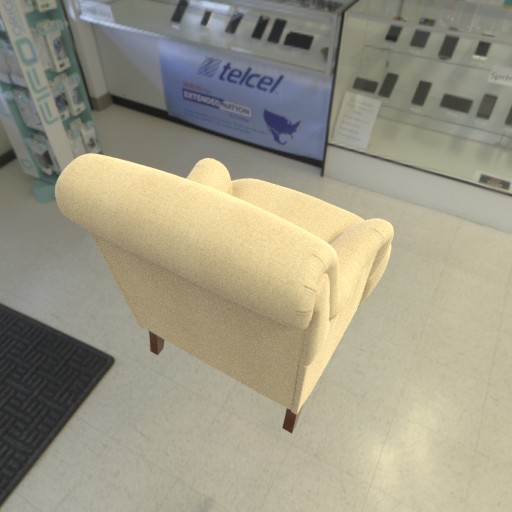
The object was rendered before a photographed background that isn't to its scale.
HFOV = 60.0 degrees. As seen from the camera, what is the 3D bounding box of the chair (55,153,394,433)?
[{"bbox_3d":[0.000,0.000,1.524,0.766,0.944,0.842,23,50,21],"label":"chair"}]
